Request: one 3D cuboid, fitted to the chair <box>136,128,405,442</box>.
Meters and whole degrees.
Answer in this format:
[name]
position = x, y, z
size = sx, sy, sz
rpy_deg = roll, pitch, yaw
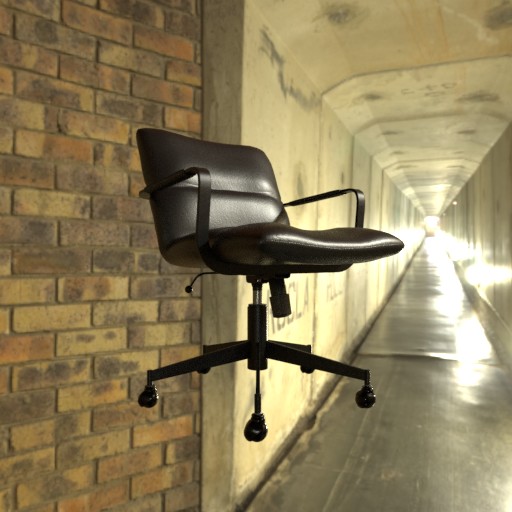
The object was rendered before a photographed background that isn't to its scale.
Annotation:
[chair]
position = 0.000, 0.000, 1.448
size = 0.719, 0.922, 0.748
rpy_deg = 0, 0, -37
